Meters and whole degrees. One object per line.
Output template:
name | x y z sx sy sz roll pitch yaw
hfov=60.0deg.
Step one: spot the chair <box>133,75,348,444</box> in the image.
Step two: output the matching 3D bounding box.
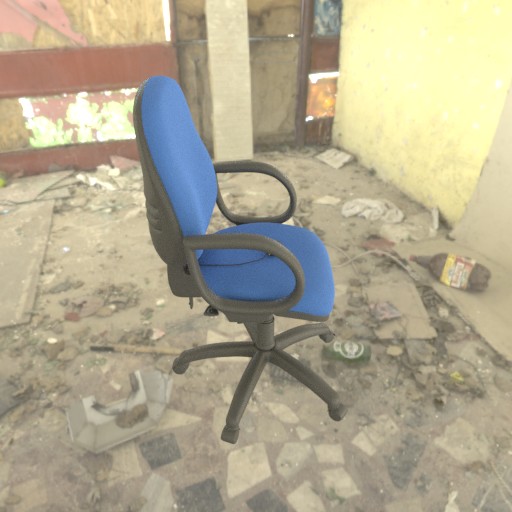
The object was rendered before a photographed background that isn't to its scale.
chair | 0.000 0.000 1.205 0.549 0.905 0.552 1 33 2
